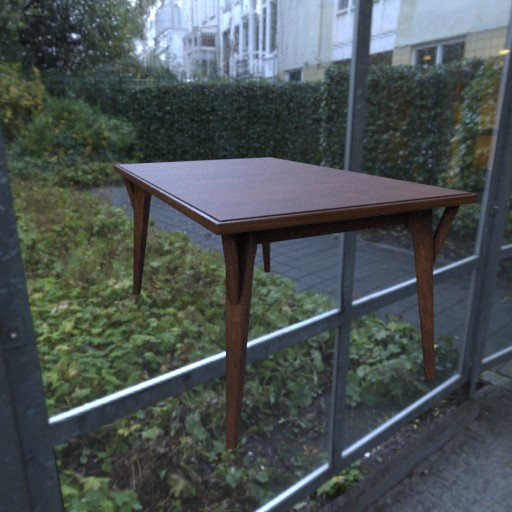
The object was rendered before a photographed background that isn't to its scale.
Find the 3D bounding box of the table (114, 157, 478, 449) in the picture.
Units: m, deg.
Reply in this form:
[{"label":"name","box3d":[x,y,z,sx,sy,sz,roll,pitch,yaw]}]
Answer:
[{"label":"table","box3d":[0.000,0.000,2.115,0.990,0.761,1.524,-9,20,-25]}]
